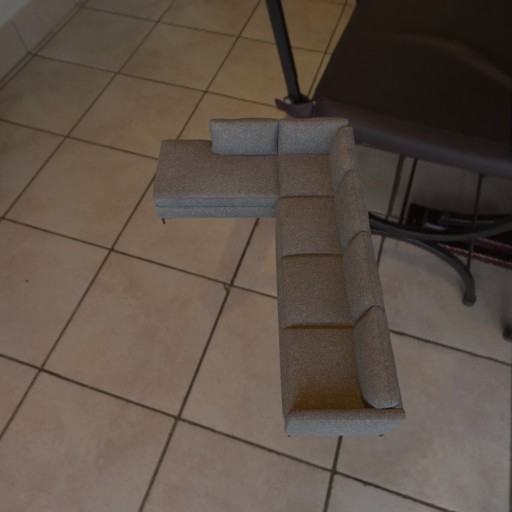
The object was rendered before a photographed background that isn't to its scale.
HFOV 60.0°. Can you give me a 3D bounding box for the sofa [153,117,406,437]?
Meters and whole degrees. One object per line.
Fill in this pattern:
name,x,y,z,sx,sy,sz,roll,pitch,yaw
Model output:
sofa,0.000,0.000,3.916,2.007,0.815,2.949,0,57,0
